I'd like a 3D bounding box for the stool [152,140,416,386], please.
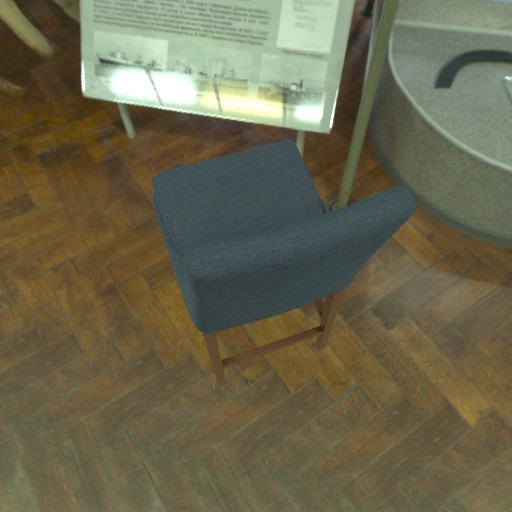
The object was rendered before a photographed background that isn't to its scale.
[{"bbox_3d":[0.000,0.000,1.270,0.470,0.981,0.577,-17,61,-10],"label":"stool"}]
